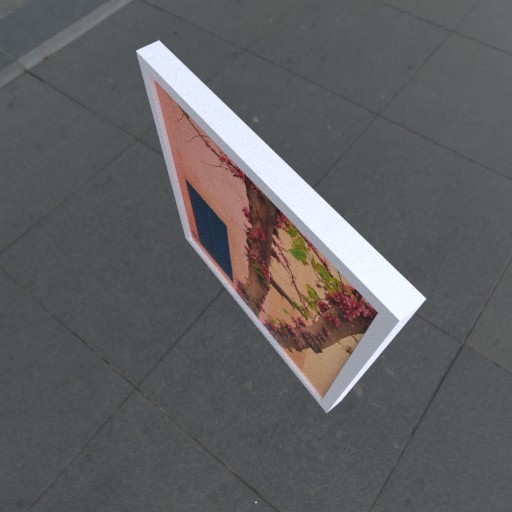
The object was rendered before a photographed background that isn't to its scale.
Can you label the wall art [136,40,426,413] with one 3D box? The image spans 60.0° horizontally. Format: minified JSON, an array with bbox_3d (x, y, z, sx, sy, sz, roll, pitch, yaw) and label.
[{"bbox_3d":[0.000,0.000,0.755,0.038,0.508,0.507,-34,66,-17],"label":"wall art"}]
